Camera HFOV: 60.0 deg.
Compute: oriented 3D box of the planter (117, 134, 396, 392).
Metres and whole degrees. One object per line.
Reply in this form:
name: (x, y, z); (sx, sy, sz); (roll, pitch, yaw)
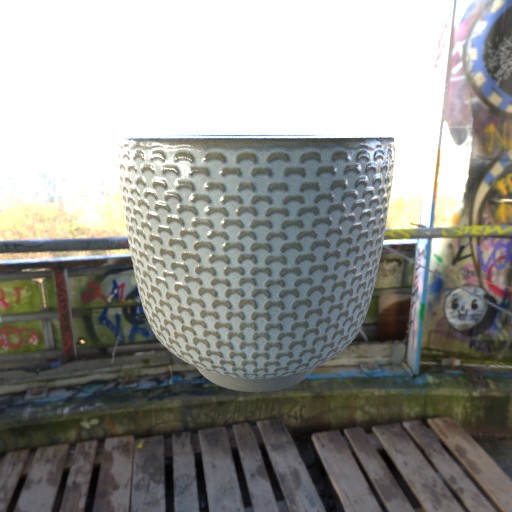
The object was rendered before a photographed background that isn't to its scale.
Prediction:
planter: (0.000, 0.000, 0.305); (0.173, 0.160, 0.173); (0, 16, 0)
